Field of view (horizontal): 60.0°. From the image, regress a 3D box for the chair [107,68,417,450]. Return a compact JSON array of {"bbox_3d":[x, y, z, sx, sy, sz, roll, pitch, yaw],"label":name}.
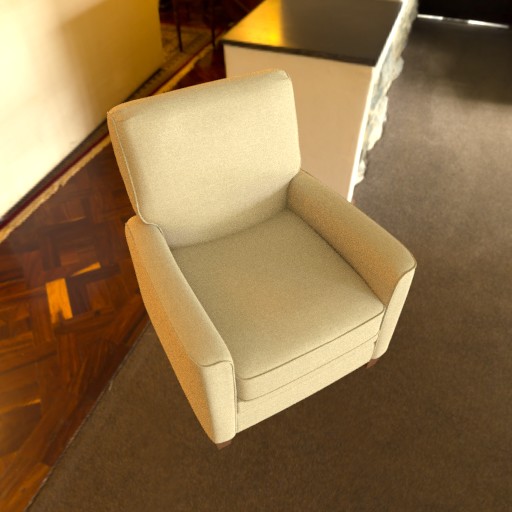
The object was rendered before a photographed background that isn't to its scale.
[{"bbox_3d":[0.000,0.000,1.646,0.841,1.023,0.858,-22,49,-20],"label":"chair"}]
